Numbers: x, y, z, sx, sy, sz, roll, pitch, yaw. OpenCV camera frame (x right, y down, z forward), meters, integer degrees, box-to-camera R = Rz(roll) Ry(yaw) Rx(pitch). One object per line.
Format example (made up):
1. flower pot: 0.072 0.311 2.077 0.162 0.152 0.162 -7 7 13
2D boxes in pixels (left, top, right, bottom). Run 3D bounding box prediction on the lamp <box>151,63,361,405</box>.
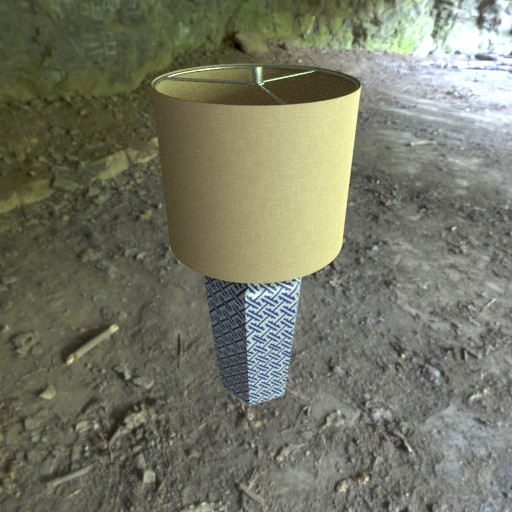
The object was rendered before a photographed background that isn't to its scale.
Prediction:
1. lamp: 0.000 0.000 0.856 0.320 0.682 0.320 -8 33 -13
